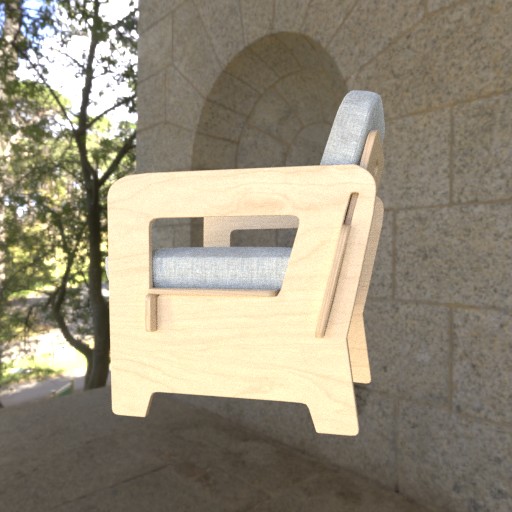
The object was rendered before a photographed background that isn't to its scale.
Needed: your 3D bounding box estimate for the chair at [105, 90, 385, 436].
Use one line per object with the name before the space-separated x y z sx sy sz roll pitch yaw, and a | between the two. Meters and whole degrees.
chair | 0.000 0.000 1.284 0.710 0.800 0.590 0 0 18
